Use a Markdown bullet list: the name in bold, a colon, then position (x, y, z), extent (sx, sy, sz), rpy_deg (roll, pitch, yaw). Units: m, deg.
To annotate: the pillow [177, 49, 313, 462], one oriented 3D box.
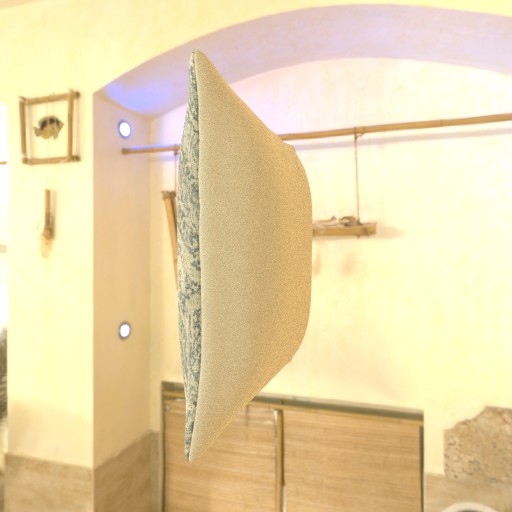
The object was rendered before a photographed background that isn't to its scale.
- **pillow**: position (0.000, 0.000, 0.792), extent (0.166, 0.510, 0.523), rpy_deg (0, 0, 18)
